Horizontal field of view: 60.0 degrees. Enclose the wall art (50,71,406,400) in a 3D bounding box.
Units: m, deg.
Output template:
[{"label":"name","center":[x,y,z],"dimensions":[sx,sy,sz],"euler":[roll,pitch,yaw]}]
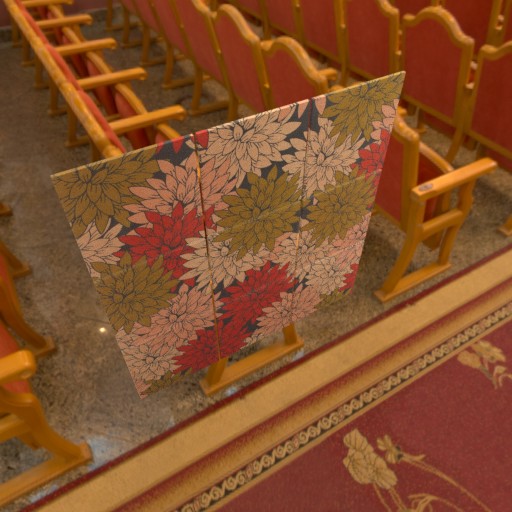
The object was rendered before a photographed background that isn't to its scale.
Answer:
[{"label":"wall art","center":[0.000,0.000,1.772],"dimensions":[1.206,1.218,0.013],"euler":[-23,50,-21]}]
